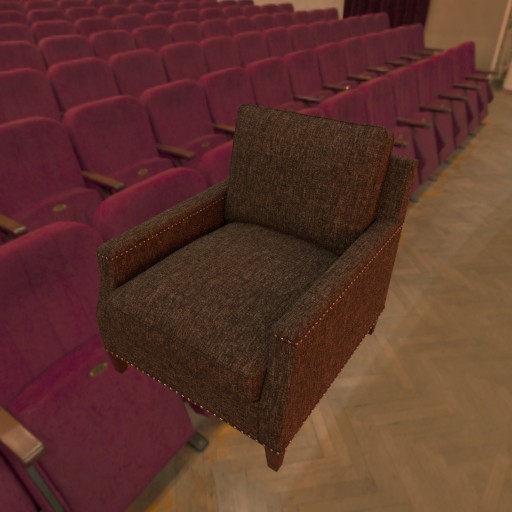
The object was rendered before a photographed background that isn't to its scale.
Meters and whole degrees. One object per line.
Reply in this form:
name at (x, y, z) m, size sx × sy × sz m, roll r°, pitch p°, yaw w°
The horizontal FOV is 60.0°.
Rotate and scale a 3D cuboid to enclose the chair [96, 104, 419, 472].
chair at (0.000, 0.000, 1.735) m, size 0.853 × 0.943 × 1.014 m, roll 20°, pitch 37°, yaw 29°
